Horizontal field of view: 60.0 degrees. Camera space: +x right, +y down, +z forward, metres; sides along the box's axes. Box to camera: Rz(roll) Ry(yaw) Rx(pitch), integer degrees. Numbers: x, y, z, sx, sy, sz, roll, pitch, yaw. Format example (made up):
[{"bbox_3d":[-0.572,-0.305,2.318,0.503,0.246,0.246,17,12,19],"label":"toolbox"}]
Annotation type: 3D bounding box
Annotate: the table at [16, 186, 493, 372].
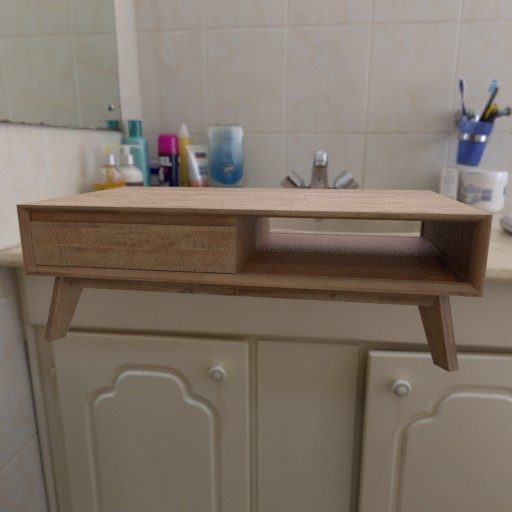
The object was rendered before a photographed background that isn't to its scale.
[{"bbox_3d":[0.000,0.000,1.980,1.619,0.531,0.918,2,13,9],"label":"table"}]
